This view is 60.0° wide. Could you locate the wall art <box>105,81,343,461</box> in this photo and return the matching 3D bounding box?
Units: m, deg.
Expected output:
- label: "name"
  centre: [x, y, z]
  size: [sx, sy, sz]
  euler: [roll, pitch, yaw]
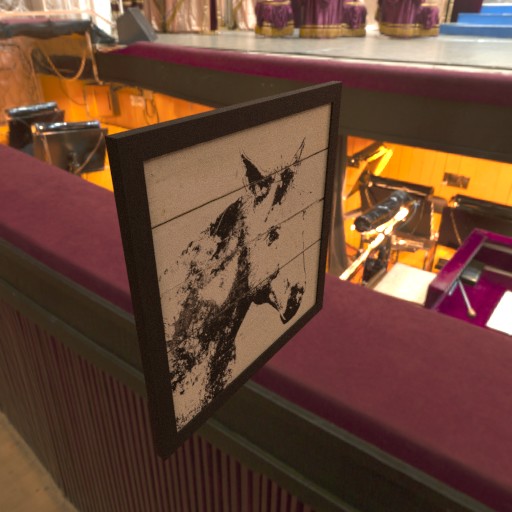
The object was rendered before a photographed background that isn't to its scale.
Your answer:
- label: "wall art"
  centre: [0.000, 0.000, 1.520]
  size: [0.038, 1.016, 1.016]
  euler: [20, 35, 31]
